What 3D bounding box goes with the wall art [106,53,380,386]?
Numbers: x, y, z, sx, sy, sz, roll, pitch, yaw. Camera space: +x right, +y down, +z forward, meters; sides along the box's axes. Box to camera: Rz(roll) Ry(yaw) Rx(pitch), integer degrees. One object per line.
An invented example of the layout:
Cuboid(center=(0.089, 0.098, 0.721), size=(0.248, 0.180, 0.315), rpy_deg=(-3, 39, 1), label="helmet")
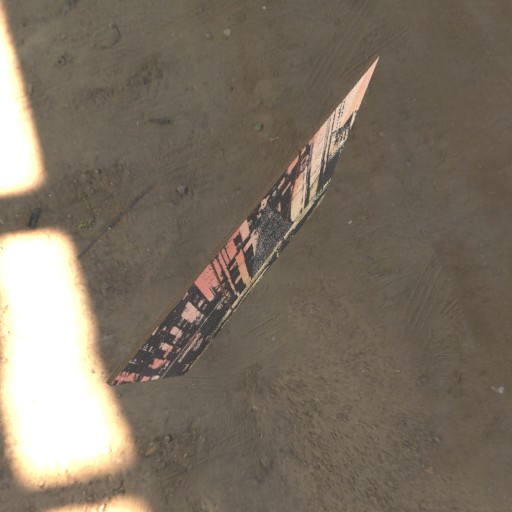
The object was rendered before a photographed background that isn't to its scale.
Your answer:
Cuboid(center=(0.000, 0.000, 1.373), size=(0.010, 0.917, 0.919), rpy_deg=(37, 79, 8), label="wall art")
